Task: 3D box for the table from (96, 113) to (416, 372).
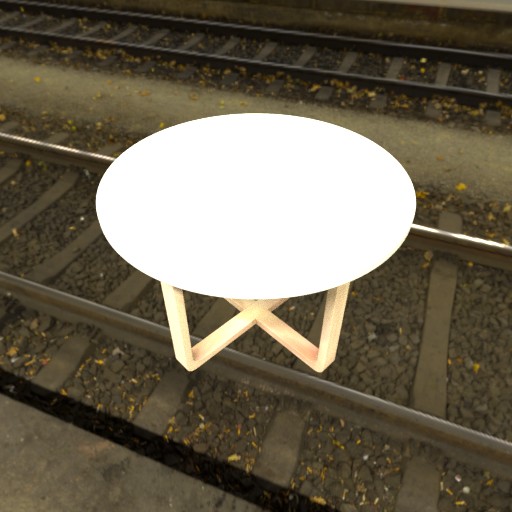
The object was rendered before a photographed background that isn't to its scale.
[{"bbox_3d":[0.000,0.000,0.993,0.600,0.400,0.600,0,42,0],"label":"table"}]
